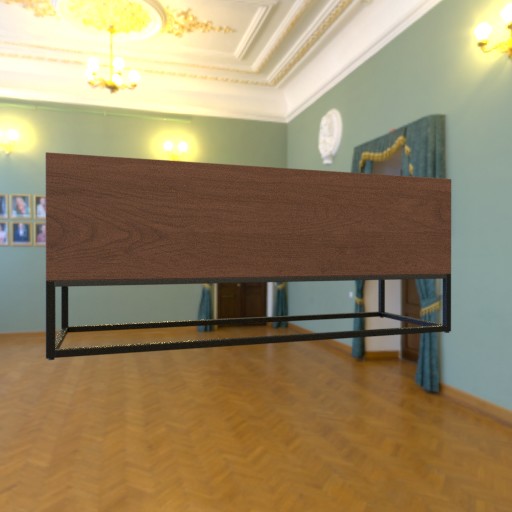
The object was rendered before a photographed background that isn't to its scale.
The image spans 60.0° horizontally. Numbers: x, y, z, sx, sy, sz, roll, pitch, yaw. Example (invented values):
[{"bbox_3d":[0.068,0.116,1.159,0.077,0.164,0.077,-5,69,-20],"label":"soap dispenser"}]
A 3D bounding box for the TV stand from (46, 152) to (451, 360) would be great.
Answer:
[{"bbox_3d":[0.000,0.000,1.448,1.200,0.500,0.415,0,0,-18],"label":"TV stand"}]
